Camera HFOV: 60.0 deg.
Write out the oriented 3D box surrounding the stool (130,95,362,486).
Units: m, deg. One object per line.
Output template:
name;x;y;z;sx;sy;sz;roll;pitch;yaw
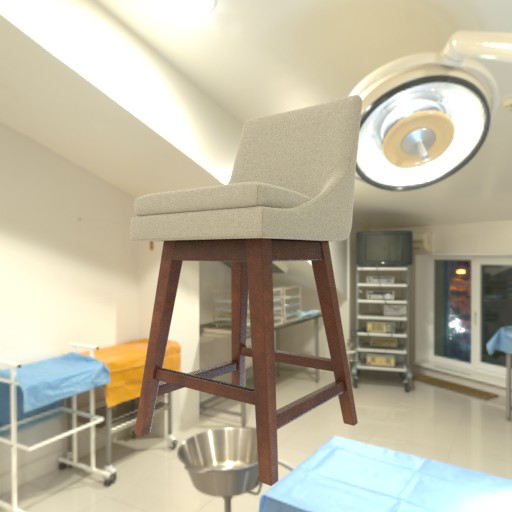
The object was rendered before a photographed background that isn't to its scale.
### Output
stool;0.000;0.000;1.300;0.469;0.991;0.559;0;0;37
